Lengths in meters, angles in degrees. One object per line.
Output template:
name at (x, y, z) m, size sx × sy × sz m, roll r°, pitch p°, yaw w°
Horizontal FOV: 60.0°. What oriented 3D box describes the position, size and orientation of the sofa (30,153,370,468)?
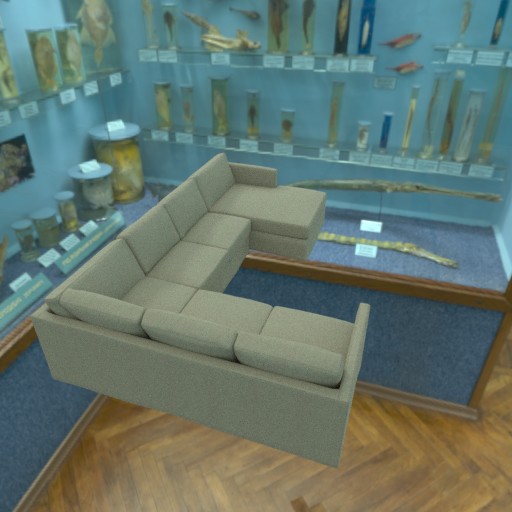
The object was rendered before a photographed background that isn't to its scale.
sofa at (0.000, 0.000, 4.504) m, size 2.427 × 0.882 × 3.460 m, roll 11°, pitch 35°, yaw 16°
